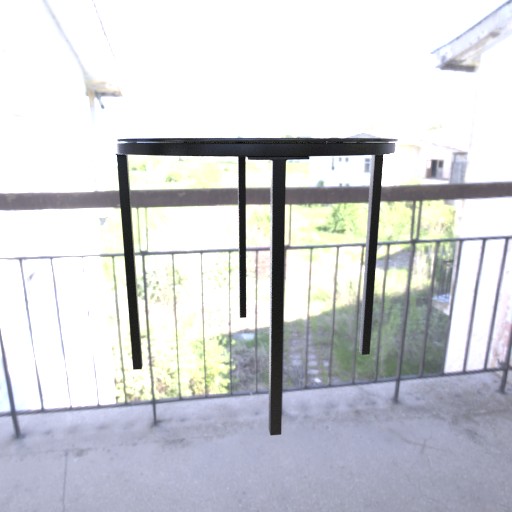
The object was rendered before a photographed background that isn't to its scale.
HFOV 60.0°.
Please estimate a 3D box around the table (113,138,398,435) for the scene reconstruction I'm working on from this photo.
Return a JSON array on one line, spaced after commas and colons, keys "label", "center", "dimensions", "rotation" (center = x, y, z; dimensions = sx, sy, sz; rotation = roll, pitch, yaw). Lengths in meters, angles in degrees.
[{"label": "table", "center": [0.000, 0.000, 0.866], "dimensions": [0.499, 0.443, 0.499], "rotation": [0, 15, 0]}]
